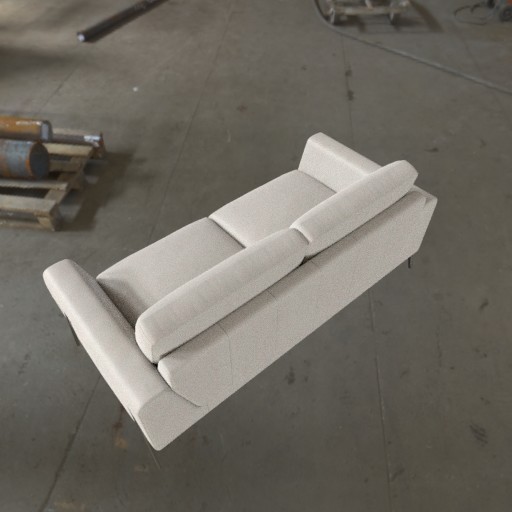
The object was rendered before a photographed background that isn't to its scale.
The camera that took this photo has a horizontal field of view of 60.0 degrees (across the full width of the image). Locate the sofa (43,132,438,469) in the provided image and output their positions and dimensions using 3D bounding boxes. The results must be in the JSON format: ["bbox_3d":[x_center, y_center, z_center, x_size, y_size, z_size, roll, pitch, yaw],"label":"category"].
[{"bbox_3d":[0.000,0.000,2.511,2.017,0.875,0.953,-32,54,-26],"label":"sofa"}]
